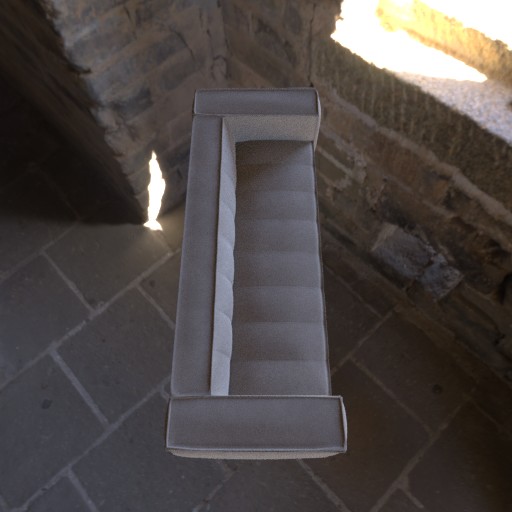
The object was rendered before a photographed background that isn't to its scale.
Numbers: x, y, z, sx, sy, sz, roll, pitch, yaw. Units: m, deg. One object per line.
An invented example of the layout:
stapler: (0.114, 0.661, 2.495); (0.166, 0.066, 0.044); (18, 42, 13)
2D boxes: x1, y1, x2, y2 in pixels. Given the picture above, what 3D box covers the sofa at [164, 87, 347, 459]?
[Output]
sofa: (0.000, 0.000, 3.234); (1.038, 0.680, 2.697); (0, 64, 0)
